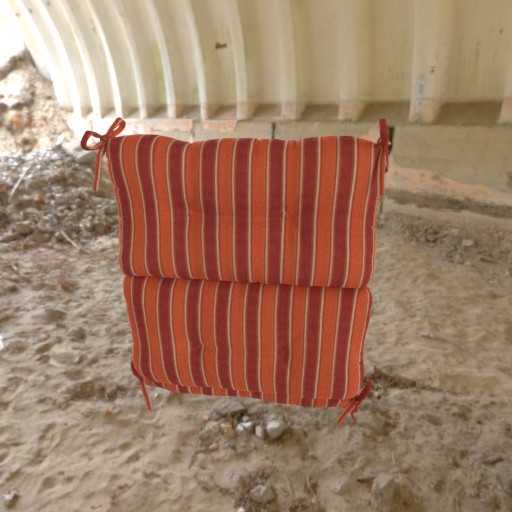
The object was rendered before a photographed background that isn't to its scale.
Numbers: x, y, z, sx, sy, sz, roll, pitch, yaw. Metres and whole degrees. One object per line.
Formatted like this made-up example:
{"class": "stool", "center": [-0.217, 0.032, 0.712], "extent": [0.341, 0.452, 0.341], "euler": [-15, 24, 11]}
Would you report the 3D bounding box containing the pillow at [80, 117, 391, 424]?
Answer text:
{"class": "pillow", "center": [0.000, 0.000, 1.012], "extent": [0.519, 0.605, 0.571], "euler": [3, 18, 9]}
